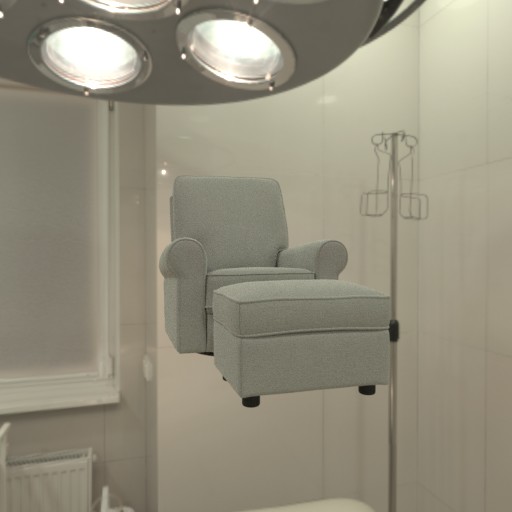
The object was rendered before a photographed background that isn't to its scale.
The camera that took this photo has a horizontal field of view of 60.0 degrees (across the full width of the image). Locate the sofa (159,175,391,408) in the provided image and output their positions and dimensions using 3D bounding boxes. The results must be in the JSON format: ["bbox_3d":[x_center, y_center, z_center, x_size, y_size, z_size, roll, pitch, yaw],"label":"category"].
[{"bbox_3d":[0.000,0.000,2.132,0.880,0.959,1.478,0,1,-17],"label":"sofa"}]
